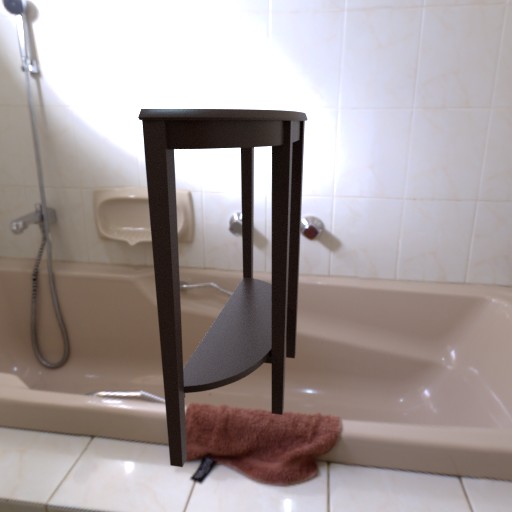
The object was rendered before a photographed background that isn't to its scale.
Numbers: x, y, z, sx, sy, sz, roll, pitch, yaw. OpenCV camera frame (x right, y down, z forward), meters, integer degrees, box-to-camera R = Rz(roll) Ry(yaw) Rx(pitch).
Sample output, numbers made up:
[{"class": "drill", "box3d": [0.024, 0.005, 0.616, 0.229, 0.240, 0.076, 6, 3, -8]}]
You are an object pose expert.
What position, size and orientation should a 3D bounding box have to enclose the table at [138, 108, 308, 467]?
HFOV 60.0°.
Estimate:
[{"class": "table", "box3d": [0.000, 0.000, 1.348, 0.274, 0.831, 0.909, 3, 17, 11]}]
